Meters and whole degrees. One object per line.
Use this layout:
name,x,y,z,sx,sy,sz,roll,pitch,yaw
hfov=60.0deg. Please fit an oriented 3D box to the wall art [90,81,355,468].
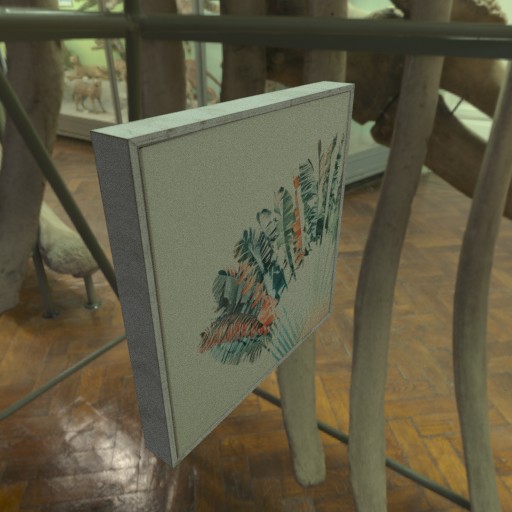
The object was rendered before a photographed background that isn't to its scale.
wall art,0.000,0.000,0.454,0.038,0.303,0.305,20,34,32
